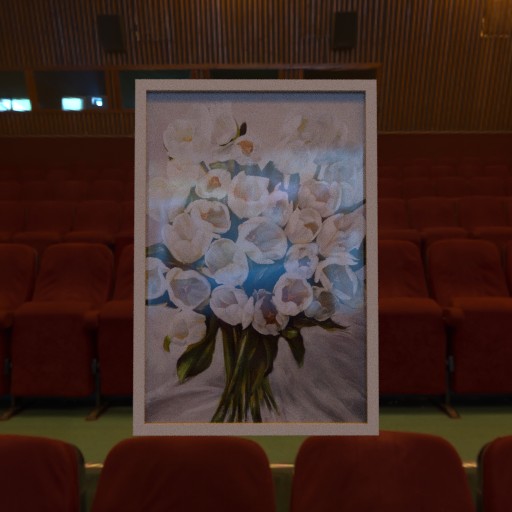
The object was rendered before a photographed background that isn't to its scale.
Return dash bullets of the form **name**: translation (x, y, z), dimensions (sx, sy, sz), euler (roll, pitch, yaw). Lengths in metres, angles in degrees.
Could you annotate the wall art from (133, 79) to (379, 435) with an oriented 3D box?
- **wall art**: translation (0.000, 0.000, 0.545), dimensions (0.293, 0.428, 0.025), euler (0, -1, 0)
